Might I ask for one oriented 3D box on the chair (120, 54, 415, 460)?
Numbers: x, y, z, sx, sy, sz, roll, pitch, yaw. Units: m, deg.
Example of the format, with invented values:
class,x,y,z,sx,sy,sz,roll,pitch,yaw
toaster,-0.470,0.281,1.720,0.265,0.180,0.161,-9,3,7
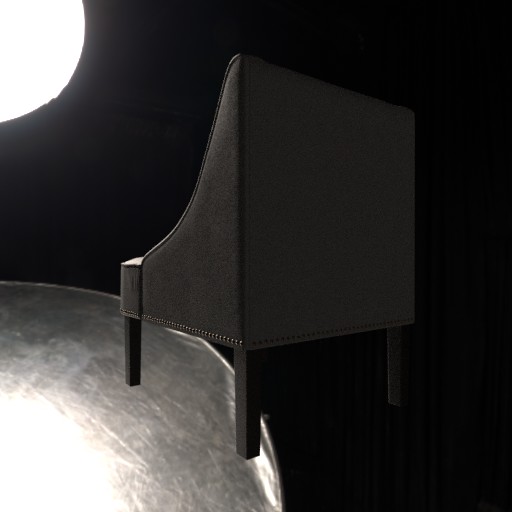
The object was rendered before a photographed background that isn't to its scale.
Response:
class,x,y,z,sx,sy,sz,roll,pitch,yaw
chair,0.000,0.000,1.403,0.631,0.867,0.747,0,0,-37
